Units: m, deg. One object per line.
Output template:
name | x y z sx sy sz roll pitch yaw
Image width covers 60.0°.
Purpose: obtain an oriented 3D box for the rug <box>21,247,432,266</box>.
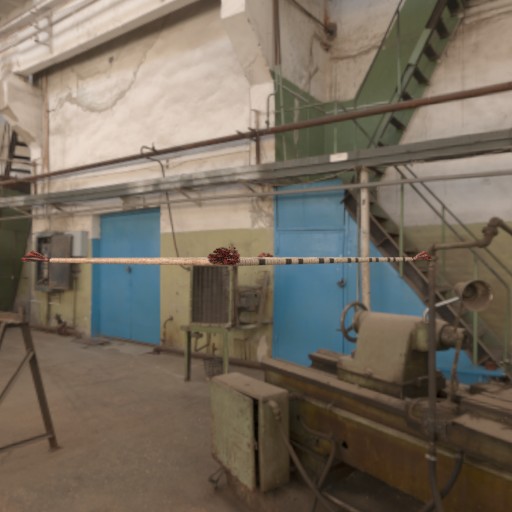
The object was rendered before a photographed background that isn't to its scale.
rug | 0.000 0.000 2.577 1.444 0.067 2.069 0 0 38
